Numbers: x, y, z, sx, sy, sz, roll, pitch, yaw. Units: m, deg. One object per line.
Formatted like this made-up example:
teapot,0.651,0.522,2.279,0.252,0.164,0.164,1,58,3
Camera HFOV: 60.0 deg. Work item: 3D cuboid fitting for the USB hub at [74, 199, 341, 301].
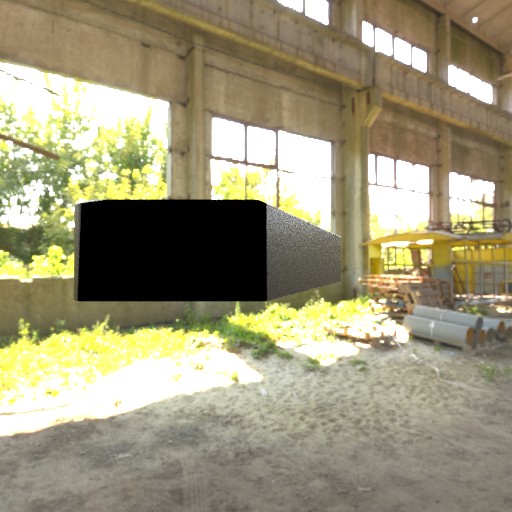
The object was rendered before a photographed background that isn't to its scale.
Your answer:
USB hub,0.000,0.000,0.163,0.044,0.023,0.145,0,-1,18
